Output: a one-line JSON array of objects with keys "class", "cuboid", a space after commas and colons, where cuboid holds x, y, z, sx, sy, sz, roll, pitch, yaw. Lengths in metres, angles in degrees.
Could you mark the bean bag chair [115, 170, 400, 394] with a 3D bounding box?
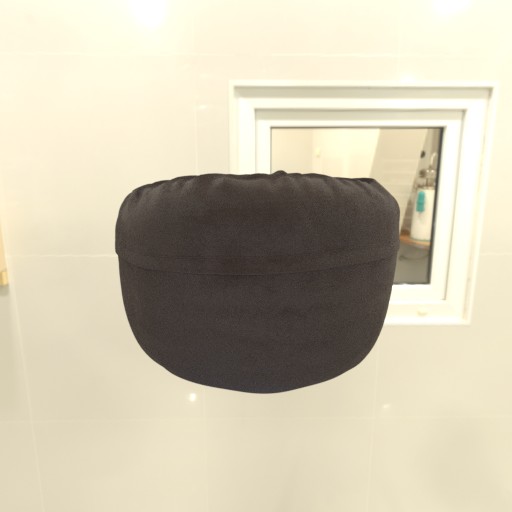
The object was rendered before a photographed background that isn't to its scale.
[{"class": "bean bag chair", "cuboid": [0.000, 0.000, 2.055, 1.245, 0.821, 1.245, 0, 14, 0]}]
